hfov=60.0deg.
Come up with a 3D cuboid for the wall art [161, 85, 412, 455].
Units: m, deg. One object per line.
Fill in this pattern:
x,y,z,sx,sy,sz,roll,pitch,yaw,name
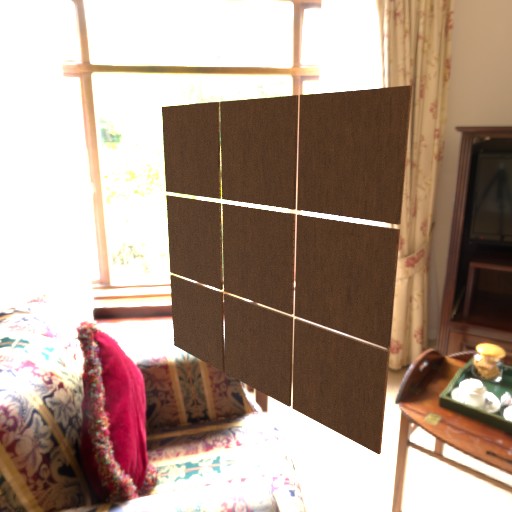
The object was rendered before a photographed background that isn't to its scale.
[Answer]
0.000,0.000,1.806,1.215,1.213,0.013,14,20,42,wall art
